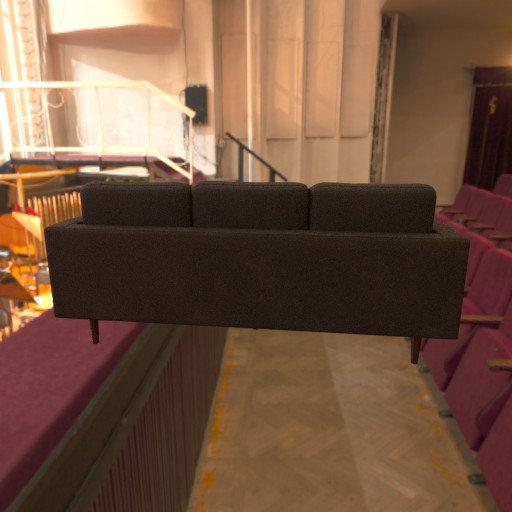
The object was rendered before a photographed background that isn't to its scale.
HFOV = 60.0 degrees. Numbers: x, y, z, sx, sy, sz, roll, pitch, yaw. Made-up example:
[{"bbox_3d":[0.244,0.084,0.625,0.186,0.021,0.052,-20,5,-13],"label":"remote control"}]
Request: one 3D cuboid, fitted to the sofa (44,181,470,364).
[{"bbox_3d":[0.000,0.000,2.559,2.029,0.899,0.879,2,15,7],"label":"sofa"}]
